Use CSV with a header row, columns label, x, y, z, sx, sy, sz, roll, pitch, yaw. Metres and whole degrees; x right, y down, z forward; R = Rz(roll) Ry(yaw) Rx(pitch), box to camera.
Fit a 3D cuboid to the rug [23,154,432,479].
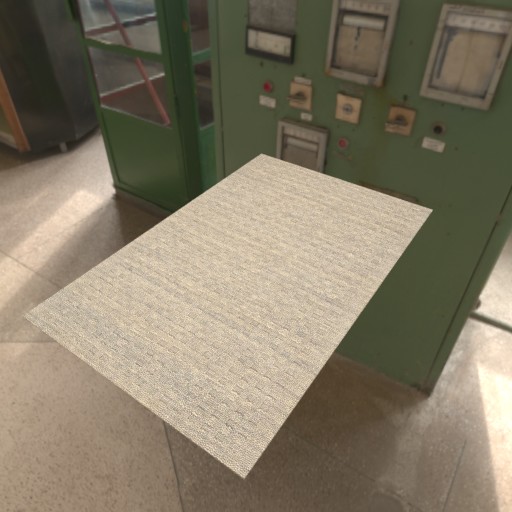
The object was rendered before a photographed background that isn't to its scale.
label,x,y,z,sx,sy,sz,roll,pitch,yaw
rug,0.000,0.000,2.139,1.142,0.006,1.752,24,46,26
